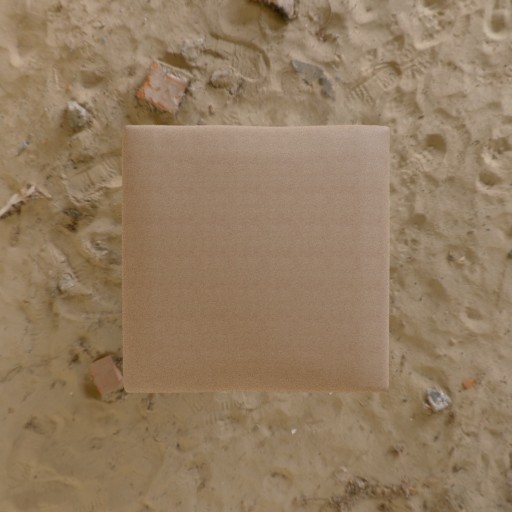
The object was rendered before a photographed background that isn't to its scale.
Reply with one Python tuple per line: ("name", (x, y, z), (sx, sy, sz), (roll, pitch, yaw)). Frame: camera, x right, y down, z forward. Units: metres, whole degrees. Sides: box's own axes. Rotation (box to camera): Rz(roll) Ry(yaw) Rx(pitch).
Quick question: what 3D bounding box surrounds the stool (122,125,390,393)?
("stool", (0.000, 0.000, 0.958), (0.382, 0.768, 0.383), (0, 91, 0))
